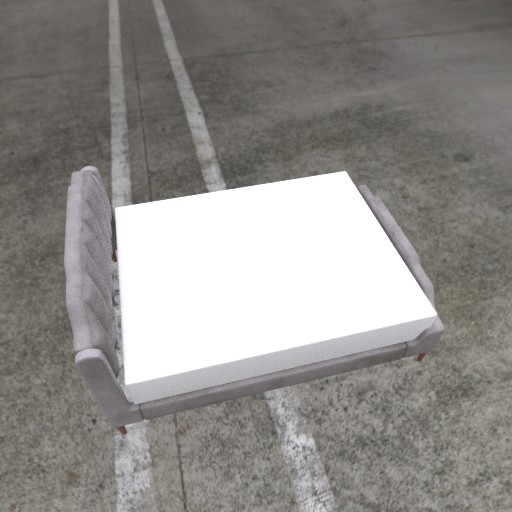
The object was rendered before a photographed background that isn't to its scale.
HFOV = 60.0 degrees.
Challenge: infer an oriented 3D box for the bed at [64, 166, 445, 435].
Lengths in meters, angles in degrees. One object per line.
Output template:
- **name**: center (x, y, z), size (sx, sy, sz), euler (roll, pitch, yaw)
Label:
- **bed**: center (0.000, 0.000, 3.276), size (2.340, 1.245, 1.676), euler (-11, 48, -10)
